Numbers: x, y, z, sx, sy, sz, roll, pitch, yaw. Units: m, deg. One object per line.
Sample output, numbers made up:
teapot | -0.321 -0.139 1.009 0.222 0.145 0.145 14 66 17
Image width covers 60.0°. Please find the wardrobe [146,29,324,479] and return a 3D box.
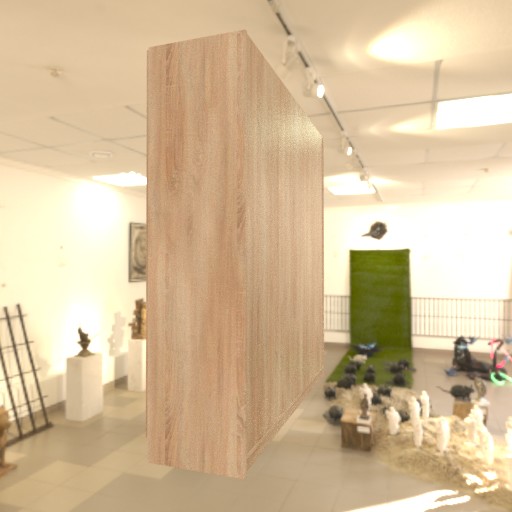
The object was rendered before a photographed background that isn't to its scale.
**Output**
wardrobe | 0.000 0.000 3.162 0.598 2.159 1.998 0 -1 19
